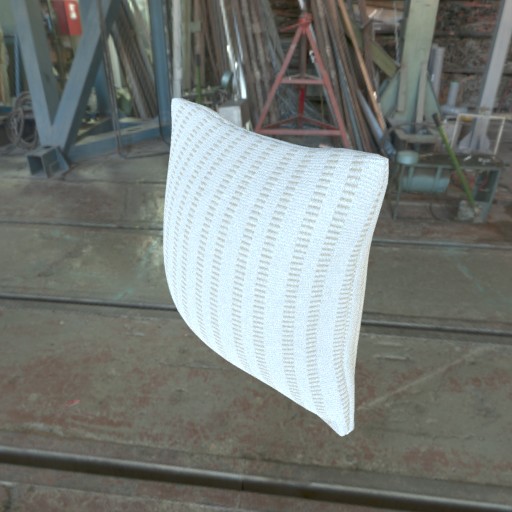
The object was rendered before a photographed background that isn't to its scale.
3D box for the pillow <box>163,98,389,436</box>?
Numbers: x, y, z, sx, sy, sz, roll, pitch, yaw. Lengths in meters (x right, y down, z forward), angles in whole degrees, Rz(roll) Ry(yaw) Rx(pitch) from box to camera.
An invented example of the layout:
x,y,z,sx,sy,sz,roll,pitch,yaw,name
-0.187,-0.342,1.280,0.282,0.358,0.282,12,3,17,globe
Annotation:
x,y,z,sx,sy,sz,roll,pitch,yaw,name
0.000,0.000,0.693,0.247,0.419,0.438,-21,36,-33,pillow
